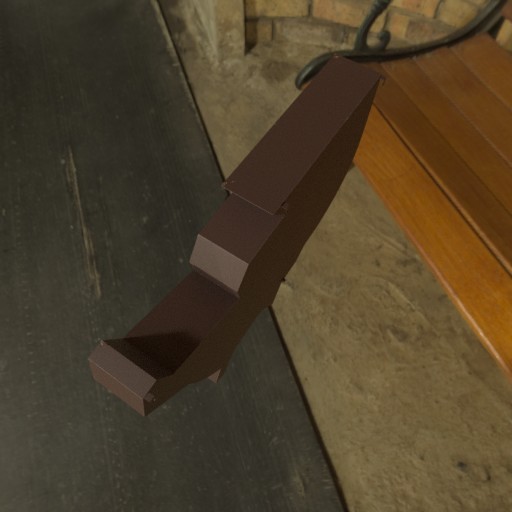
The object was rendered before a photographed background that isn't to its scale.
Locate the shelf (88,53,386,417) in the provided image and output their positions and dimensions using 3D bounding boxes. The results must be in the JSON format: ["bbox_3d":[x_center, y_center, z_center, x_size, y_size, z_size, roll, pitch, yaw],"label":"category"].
[{"bbox_3d":[0.000,0.000,0.910,0.112,0.439,0.729,31,67,15],"label":"shelf"}]
